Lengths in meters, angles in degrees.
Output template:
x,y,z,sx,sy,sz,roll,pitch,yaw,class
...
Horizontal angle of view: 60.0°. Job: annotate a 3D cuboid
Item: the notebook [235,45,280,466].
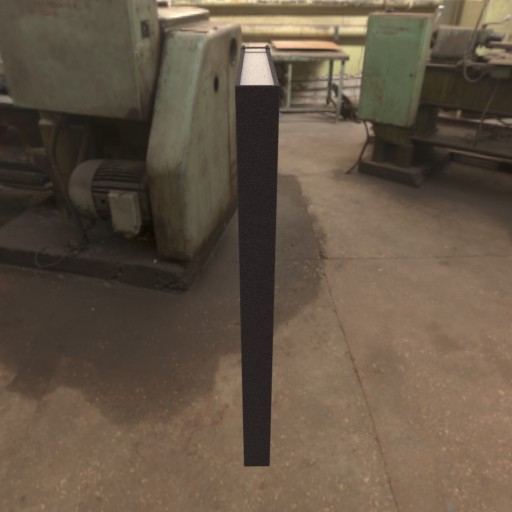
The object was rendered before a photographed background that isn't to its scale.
x,y,z,sx,sy,sz,roll,pitch,yaw,class
0.000,0.000,0.259,0.016,0.213,0.127,0,31,0,notebook
